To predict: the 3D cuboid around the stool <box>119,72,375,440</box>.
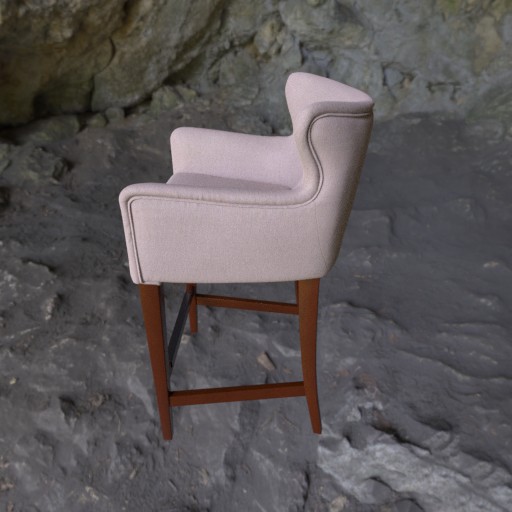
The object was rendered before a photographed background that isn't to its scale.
[{"bbox_3d":[0.000,0.000,1.304,0.570,0.951,0.601,1,28,1],"label":"stool"}]
